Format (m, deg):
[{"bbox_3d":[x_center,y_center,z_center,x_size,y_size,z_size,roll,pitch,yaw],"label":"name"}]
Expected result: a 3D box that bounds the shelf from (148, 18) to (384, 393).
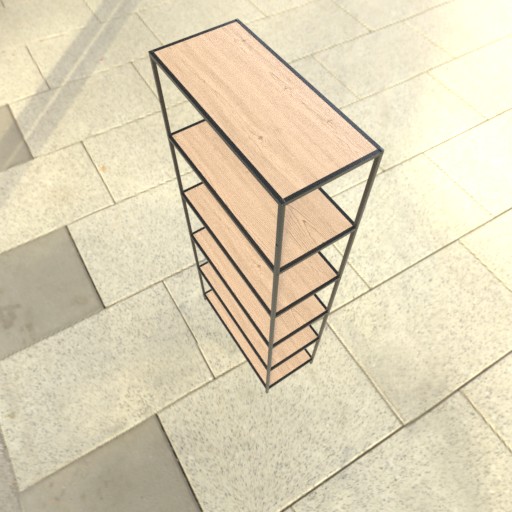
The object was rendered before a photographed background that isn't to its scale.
[{"bbox_3d":[0.000,0.000,2.136,0.350,1.850,0.770,-29,63,-17],"label":"shelf"}]
